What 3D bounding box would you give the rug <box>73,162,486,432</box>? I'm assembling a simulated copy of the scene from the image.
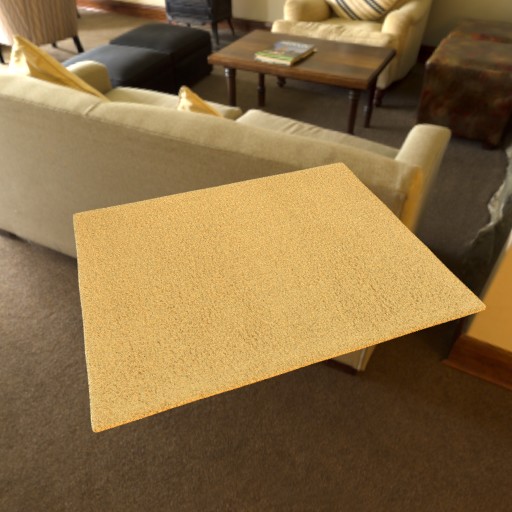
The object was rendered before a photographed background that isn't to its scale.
[{"bbox_3d":[0.000,0.000,4.001,3.047,0.029,2.438,-13,43,-15],"label":"rug"}]
